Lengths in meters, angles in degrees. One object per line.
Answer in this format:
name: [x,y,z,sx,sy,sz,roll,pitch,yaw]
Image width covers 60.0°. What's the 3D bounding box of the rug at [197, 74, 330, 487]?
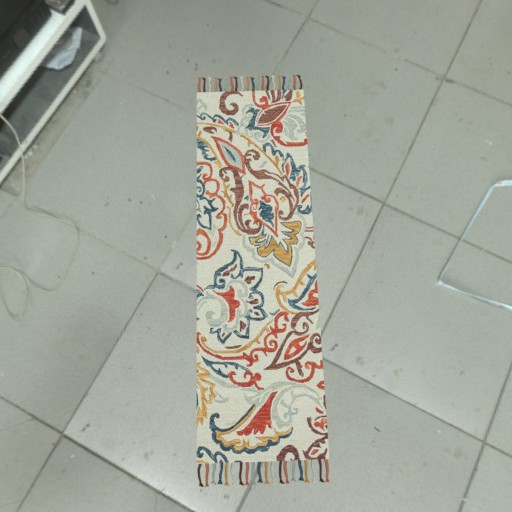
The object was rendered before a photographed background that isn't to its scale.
rug: [0.000,0.000,2.855,0.763,0.015,2.682,-2,75,0]
